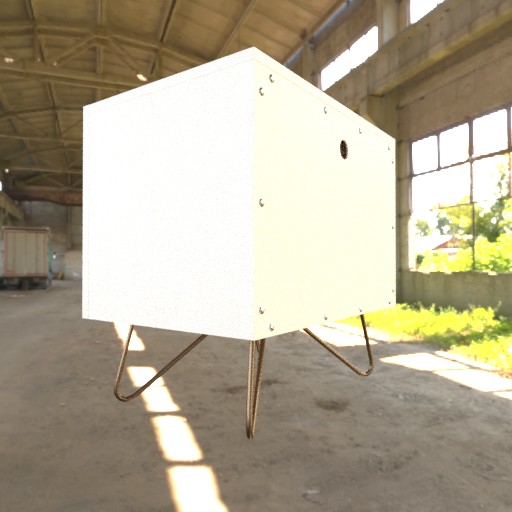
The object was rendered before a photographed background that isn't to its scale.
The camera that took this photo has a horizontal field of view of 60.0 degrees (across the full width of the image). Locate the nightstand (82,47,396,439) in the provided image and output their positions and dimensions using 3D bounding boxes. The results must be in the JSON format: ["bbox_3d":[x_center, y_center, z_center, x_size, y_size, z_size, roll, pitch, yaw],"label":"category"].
[{"bbox_3d":[0.000,0.000,1.021,0.447,0.604,0.614,0,-1,36],"label":"nightstand"}]
